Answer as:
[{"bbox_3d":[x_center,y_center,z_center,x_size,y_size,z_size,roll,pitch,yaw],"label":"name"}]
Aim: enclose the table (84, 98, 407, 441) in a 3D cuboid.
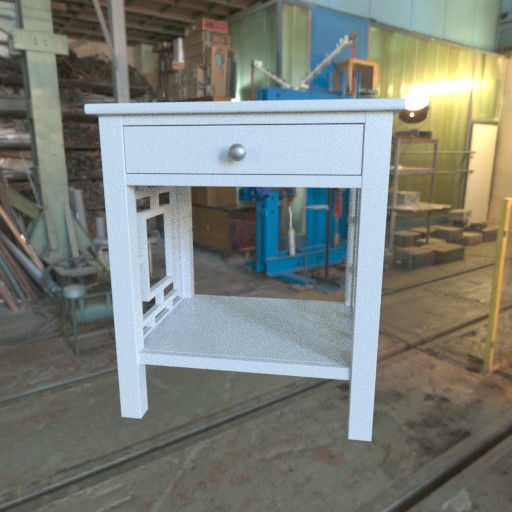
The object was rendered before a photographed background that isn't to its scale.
[{"bbox_3d":[0.000,0.000,1.041,0.564,0.646,0.451,2,13,9],"label":"table"}]
